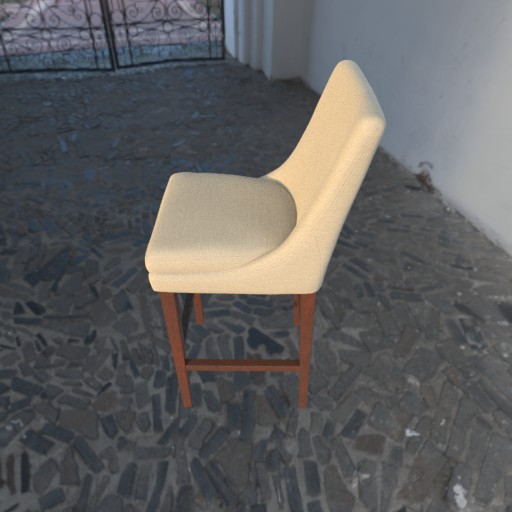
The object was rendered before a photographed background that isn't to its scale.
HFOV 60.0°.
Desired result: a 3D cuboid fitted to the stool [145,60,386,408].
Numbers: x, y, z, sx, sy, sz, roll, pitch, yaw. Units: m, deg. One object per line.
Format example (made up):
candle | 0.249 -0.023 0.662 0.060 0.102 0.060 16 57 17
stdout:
stool | 0.000 0.000 1.405 0.577 1.078 0.470 1 40 1
